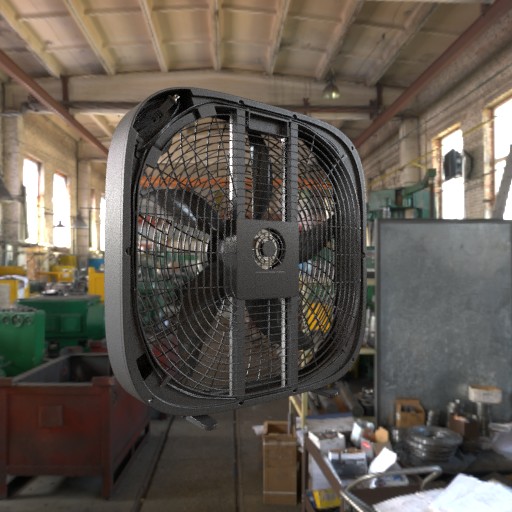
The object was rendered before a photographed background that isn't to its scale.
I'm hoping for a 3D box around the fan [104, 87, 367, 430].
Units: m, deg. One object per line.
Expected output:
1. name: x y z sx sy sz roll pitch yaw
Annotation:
1. fan: 0.000 0.000 0.809 0.526 0.533 0.142 1 -1 -37
